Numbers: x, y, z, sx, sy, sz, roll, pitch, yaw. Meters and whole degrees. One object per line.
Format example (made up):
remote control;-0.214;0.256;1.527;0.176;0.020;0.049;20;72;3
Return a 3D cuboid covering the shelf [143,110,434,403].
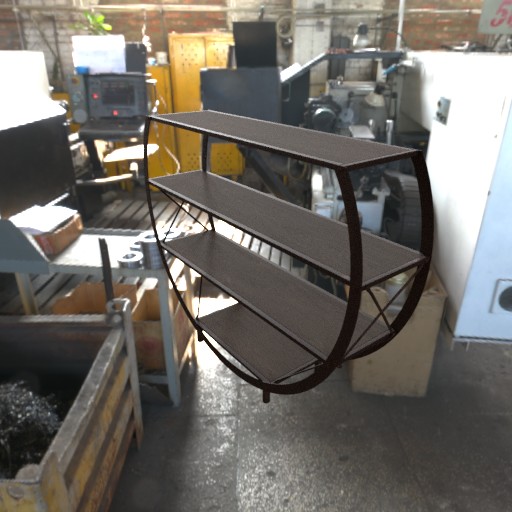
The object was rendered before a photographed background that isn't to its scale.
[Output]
shelf;0.000;0.000;1.911;0.344;1.063;1.403;-18;31;-33
